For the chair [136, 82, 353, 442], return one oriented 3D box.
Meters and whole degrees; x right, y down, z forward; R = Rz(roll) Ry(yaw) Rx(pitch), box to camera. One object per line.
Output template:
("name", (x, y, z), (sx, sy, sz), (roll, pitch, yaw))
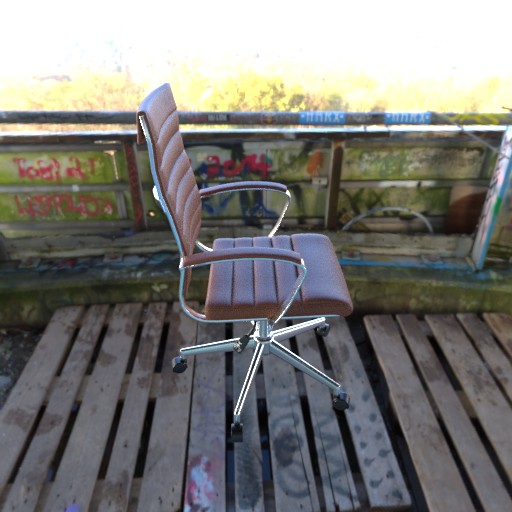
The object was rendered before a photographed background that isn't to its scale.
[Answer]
("chair", (0.000, 0.000, 1.648), (0.739, 1.149, 0.766), (-1, 31, -1))
